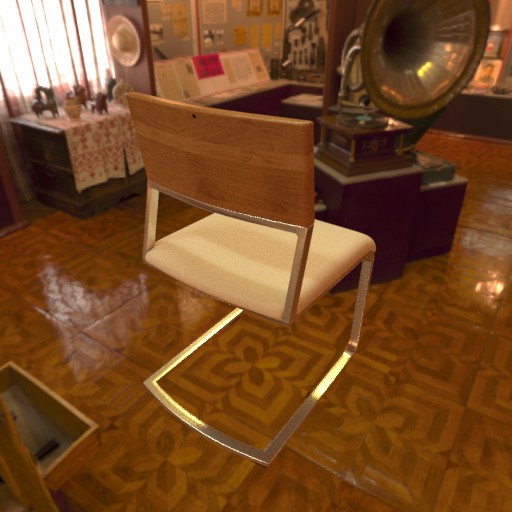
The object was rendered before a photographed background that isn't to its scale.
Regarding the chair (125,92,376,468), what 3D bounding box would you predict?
[{"bbox_3d":[0.000,0.000,1.199,0.467,0.844,0.585,20,36,30],"label":"chair"}]
